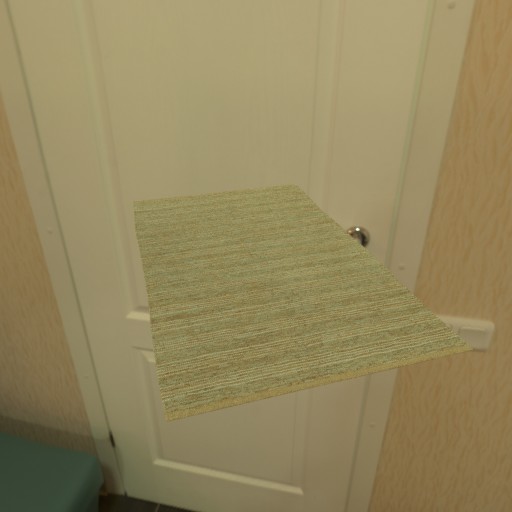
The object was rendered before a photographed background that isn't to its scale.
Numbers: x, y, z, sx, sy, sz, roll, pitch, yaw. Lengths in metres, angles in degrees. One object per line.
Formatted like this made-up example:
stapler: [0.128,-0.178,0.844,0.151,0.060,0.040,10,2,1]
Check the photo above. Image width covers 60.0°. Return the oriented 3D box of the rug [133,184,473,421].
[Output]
rug: [0.000,0.000,3.044,1.540,0.012,2.448,-8,31,-15]
